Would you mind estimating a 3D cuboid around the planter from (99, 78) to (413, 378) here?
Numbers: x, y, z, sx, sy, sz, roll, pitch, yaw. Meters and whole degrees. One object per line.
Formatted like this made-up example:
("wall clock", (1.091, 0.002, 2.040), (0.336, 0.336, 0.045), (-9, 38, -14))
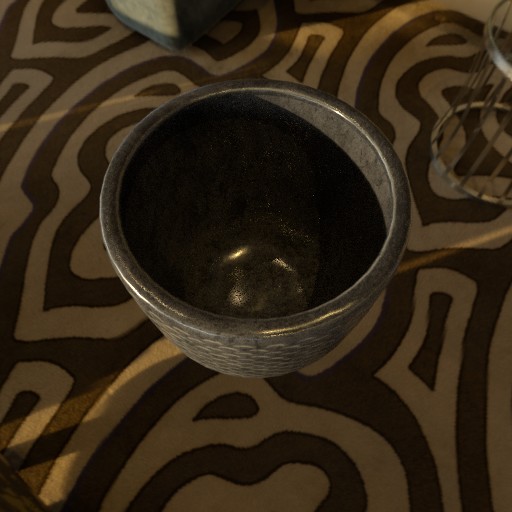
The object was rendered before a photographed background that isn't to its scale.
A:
("planter", (0.000, 0.000, 0.361), (0.197, 0.191, 0.197), (0, 63, 0))
